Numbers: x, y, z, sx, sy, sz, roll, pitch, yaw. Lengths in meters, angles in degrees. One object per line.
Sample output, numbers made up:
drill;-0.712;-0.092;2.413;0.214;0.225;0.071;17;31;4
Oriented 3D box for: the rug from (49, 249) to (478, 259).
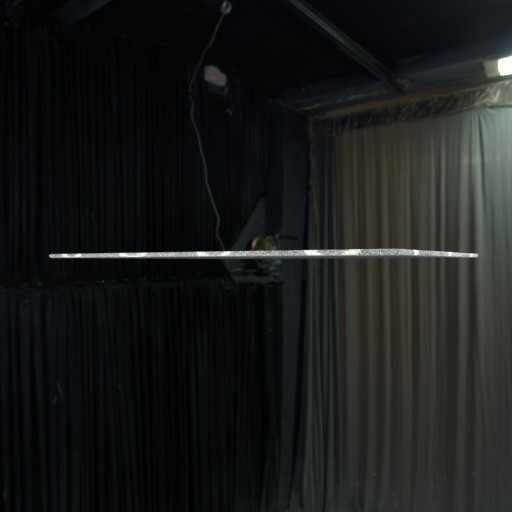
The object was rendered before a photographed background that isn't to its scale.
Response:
rug;0.000;0.000;2.859;2.348;0.025;1.501;0;-1;36
